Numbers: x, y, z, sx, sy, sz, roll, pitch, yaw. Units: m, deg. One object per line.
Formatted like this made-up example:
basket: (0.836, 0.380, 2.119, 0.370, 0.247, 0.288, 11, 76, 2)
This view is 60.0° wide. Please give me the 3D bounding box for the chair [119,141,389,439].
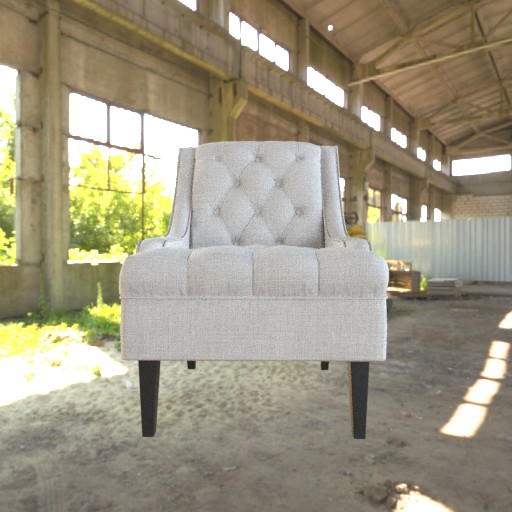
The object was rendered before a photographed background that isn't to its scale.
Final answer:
chair: (0.000, 0.000, 1.402, 0.658, 0.891, 0.772, 0, 0, 1)
